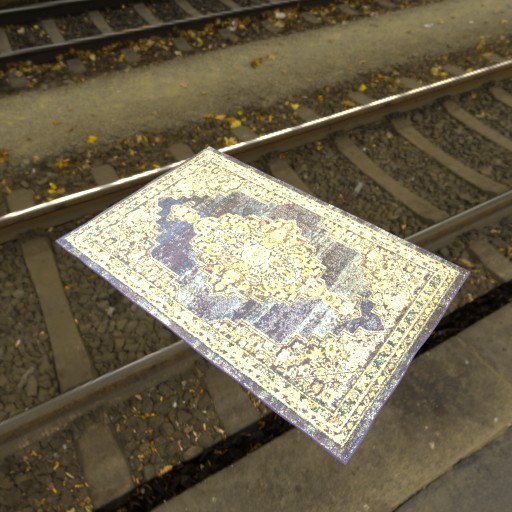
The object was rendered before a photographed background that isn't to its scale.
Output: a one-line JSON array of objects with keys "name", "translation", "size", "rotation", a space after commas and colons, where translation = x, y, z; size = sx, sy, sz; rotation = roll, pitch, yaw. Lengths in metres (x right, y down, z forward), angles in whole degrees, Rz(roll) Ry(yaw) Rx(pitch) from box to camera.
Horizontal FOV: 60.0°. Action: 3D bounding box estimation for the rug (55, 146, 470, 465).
[{"name": "rug", "translation": [0.000, 0.000, 2.262], "size": [1.781, 0.012, 1.184], "rotation": [31, 54, 26]}]
